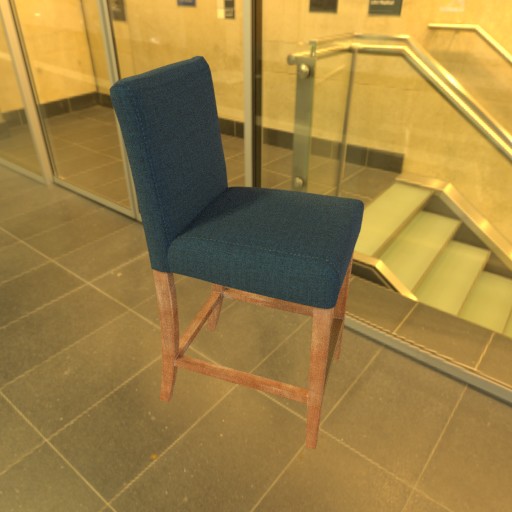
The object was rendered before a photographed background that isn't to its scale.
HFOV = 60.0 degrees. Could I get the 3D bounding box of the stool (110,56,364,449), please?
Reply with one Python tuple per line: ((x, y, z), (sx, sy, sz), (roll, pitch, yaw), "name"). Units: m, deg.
((0.000, 0.000, 1.333), (0.567, 1.039, 0.454), (10, 33, 16), "stool")
